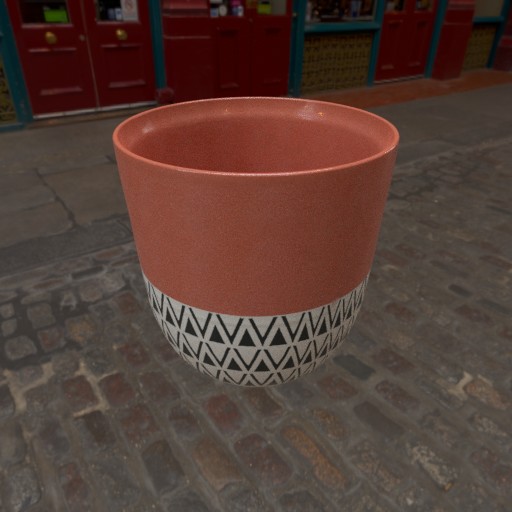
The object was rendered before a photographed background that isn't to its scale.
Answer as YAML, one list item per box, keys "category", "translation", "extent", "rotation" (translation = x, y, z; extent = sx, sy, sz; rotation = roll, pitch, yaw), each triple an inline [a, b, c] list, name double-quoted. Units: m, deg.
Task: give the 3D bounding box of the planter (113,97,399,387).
- category: "planter"
  translation: [0.000, 0.000, 0.366]
  extent: [0.195, 0.214, 0.195]
  rotation: [0, 31, 0]
